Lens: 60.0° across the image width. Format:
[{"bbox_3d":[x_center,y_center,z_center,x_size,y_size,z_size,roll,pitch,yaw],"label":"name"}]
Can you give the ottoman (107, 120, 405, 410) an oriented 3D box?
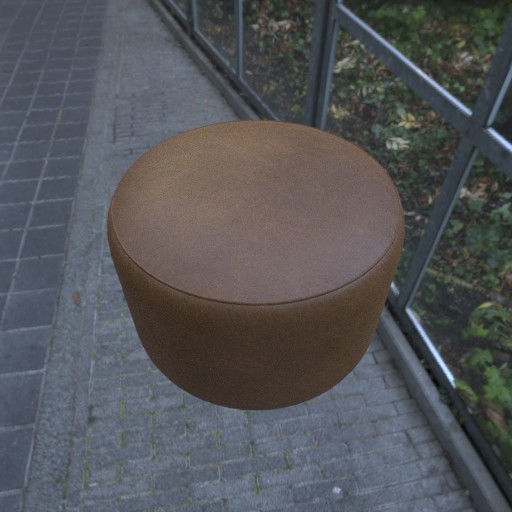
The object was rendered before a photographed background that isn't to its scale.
[{"bbox_3d":[0.000,0.000,1.026,0.607,0.438,0.607,0,46,0],"label":"ottoman"}]
